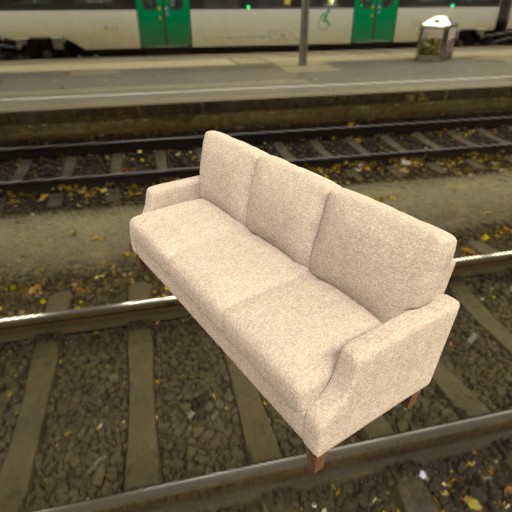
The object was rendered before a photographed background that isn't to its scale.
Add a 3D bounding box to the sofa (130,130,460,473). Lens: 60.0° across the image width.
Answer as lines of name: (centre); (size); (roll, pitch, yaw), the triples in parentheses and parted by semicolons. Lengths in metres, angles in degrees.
sofa: (0.000, 0.000, 2.620); (0.888, 0.984, 2.115); (-19, 36, -29)
